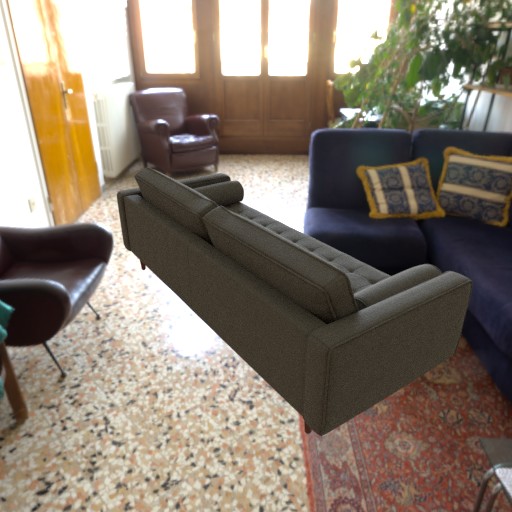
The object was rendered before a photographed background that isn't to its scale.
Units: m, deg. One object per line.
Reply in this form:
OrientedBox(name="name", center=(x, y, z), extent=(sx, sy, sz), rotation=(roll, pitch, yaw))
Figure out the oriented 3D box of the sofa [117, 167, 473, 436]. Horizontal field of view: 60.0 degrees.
OrientedBox(name="sofa", center=(0.000, 0.000, 2.651), extent=(0.914, 0.762, 2.198), rotation=(-17, 31, -31))
